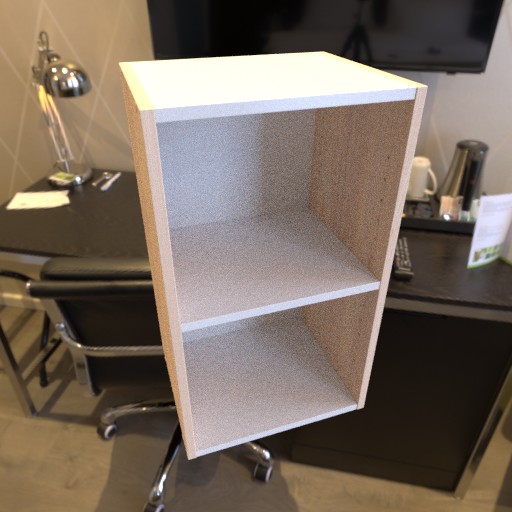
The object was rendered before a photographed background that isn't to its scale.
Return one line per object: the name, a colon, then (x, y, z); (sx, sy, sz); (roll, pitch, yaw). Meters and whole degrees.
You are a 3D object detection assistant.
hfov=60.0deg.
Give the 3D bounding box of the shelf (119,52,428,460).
shelf: (0.000, 0.000, 0.774); (0.350, 0.600, 0.290); (-10, 34, -16)
